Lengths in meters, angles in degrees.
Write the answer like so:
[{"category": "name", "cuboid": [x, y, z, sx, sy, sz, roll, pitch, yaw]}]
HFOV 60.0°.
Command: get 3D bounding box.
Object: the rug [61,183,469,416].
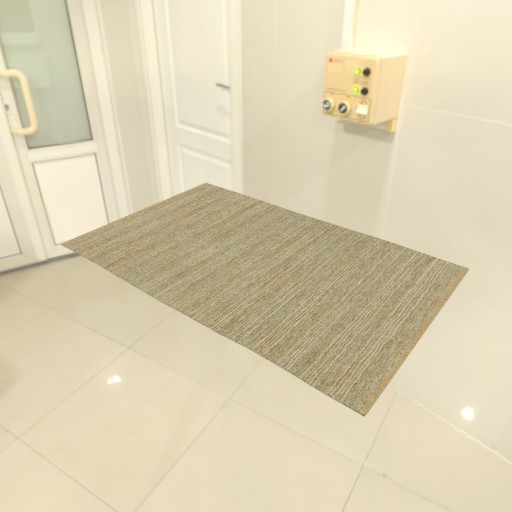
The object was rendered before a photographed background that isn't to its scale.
[{"category": "rug", "cuboid": [0.000, 0.000, 3.113, 2.448, 0.012, 1.540, 22, 38, 32]}]
